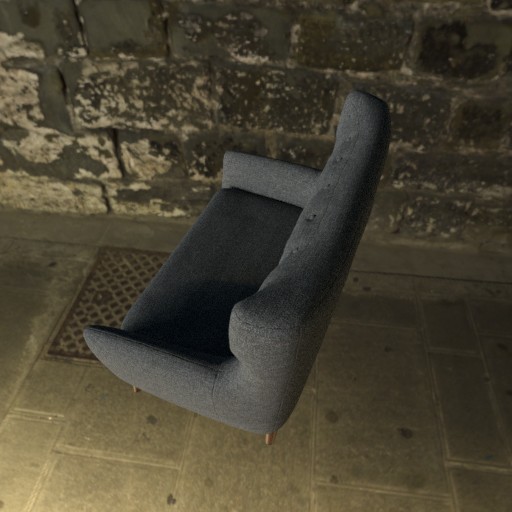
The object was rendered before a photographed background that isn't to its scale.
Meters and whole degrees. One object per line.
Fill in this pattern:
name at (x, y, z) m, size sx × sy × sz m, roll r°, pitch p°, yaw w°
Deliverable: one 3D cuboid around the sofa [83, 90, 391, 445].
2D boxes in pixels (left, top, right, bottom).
sofa at (0.000, 0.000, 1.952) m, size 0.874 × 1.028 × 1.358 m, roll 16°, pitch 48°, yaw 15°
